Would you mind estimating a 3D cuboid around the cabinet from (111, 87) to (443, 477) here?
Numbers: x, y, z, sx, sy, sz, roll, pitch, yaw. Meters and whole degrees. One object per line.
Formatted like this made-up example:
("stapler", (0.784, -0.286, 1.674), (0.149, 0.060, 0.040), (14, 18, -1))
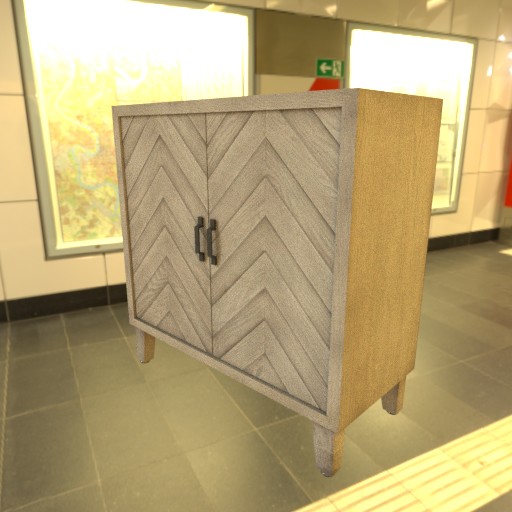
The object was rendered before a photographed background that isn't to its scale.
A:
("cabinet", (0.000, 0.000, 1.202), (0.781, 0.787, 0.370), (14, 21, 41))
